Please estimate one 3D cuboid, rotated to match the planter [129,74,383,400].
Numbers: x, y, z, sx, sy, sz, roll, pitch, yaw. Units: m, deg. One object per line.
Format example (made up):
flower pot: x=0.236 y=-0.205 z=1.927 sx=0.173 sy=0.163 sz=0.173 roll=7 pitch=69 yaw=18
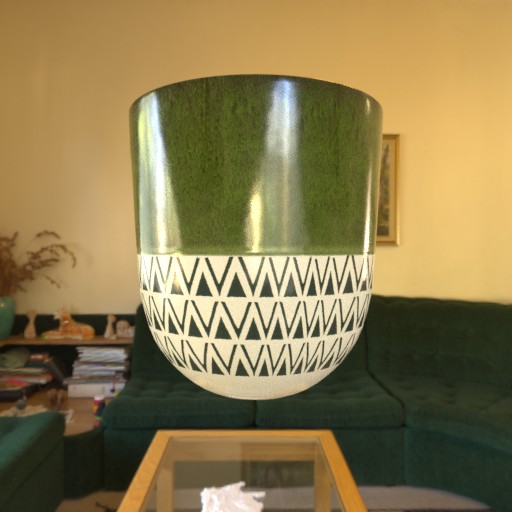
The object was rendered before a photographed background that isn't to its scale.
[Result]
planter: x=0.000 y=0.000 z=0.447 sx=0.245 sy=0.270 sz=0.245 roll=0 pitch=1 yaw=0
